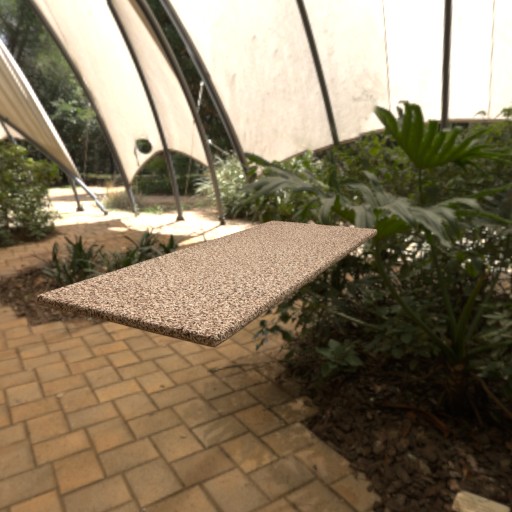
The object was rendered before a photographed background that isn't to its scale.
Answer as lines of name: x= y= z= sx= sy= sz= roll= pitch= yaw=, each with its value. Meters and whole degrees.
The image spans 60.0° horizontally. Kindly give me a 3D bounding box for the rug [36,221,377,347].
rug: x=0.000 y=0.000 z=1.767 sx=0.609 sy=0.030 sz=1.524 roll=7 pitch=15 yaw=27
